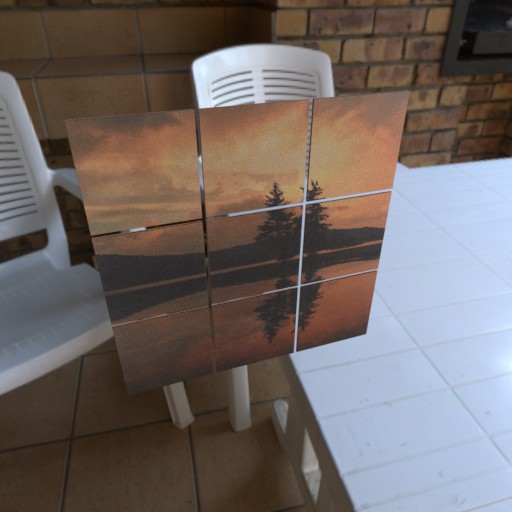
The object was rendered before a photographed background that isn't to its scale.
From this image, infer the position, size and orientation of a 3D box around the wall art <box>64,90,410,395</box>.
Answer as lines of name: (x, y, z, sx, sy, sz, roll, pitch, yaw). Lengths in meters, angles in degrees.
wall art: (0.000, 0.000, 2.280, 1.520, 1.525, 0.013, -11, 34, -16)
